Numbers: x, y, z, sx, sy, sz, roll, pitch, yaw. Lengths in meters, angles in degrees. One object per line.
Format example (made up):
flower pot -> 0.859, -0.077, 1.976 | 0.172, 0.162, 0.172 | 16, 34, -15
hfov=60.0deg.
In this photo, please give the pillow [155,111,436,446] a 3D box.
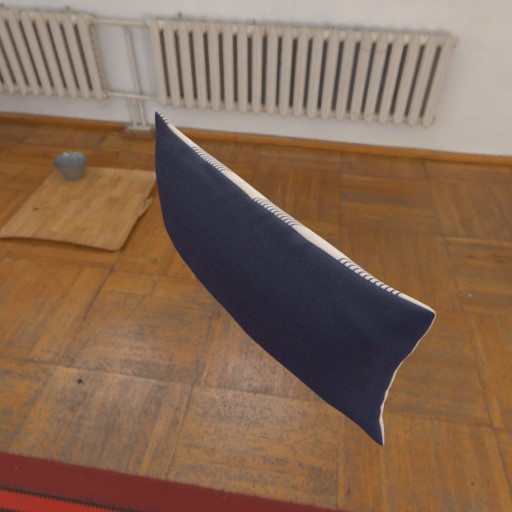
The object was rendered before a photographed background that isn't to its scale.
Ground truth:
pillow -> 0.000, 0.000, 0.717 | 0.151, 0.287, 0.610 | -26, 48, -26
